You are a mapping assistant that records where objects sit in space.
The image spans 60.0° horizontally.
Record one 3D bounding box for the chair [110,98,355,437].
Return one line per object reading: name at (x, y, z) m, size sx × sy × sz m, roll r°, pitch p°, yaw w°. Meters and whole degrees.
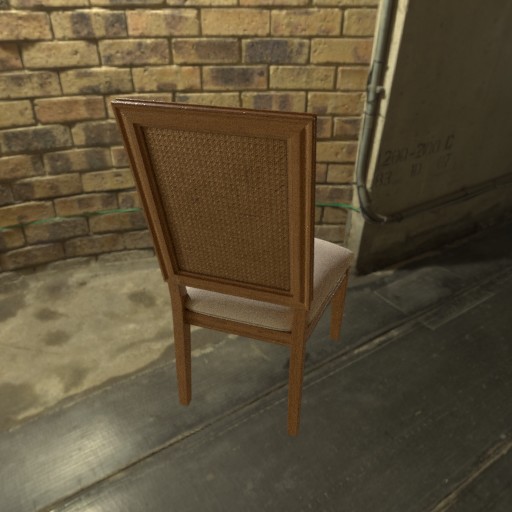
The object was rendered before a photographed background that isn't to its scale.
chair at (0.000, 0.000, 1.324) m, size 0.536 × 0.988 × 0.601 m, roll 10°, pitch 32°, yaw 16°
